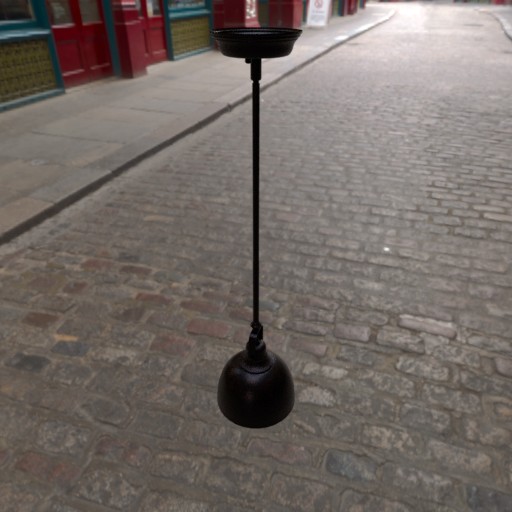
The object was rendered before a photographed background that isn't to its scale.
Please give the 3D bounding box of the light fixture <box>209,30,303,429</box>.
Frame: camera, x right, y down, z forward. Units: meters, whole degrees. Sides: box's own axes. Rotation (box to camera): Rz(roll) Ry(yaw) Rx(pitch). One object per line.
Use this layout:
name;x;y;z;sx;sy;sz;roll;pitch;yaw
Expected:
light fixture;0.000;0.000;0.844;0.182;0.768;0.182;9;32;16
